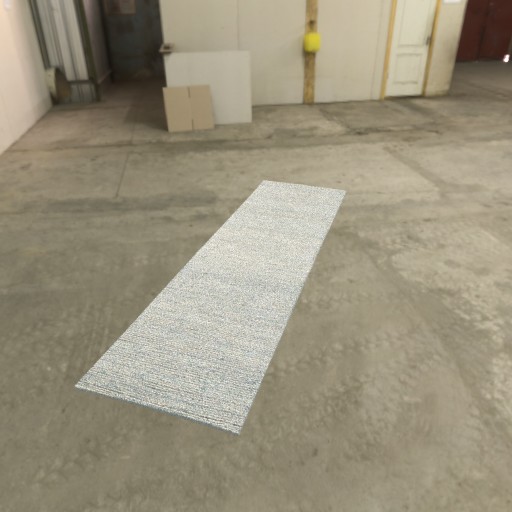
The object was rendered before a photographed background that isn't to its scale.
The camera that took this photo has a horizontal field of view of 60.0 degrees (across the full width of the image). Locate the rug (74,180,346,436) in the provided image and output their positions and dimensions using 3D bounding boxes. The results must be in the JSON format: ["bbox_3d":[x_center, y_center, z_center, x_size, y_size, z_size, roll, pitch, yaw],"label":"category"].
[{"bbox_3d":[0.000,0.000,2.563,0.675,0.037,2.341,10,32,16],"label":"rug"}]
